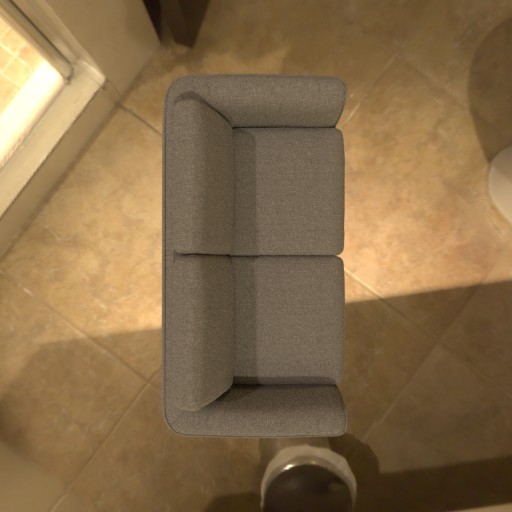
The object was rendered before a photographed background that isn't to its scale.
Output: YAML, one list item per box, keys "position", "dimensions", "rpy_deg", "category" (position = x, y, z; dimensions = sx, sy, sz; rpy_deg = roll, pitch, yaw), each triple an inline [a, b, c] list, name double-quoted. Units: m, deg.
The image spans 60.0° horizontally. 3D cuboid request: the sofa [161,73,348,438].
- position: [0.000, 0.000, 2.253]
  dimensions: [0.920, 0.870, 1.700]
  rpy_deg: [0, 90, 0]
  category: "sofa"
